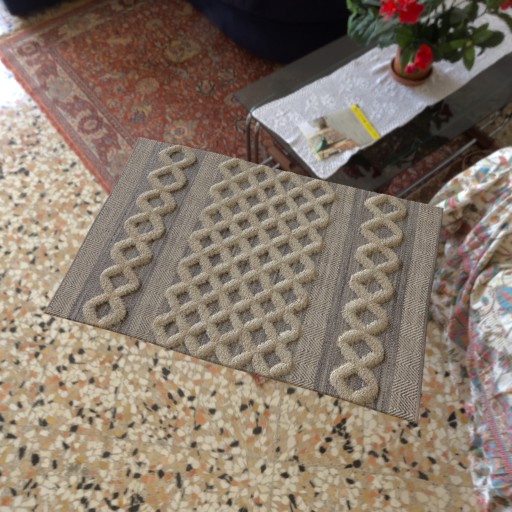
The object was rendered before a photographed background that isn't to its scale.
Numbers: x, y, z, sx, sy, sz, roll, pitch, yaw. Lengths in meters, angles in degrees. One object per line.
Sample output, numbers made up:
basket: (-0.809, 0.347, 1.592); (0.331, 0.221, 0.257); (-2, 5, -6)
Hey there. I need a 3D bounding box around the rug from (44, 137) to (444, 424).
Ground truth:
rug: (0.000, 0.000, 2.954); (2.333, 0.033, 1.513); (15, 64, 7)
